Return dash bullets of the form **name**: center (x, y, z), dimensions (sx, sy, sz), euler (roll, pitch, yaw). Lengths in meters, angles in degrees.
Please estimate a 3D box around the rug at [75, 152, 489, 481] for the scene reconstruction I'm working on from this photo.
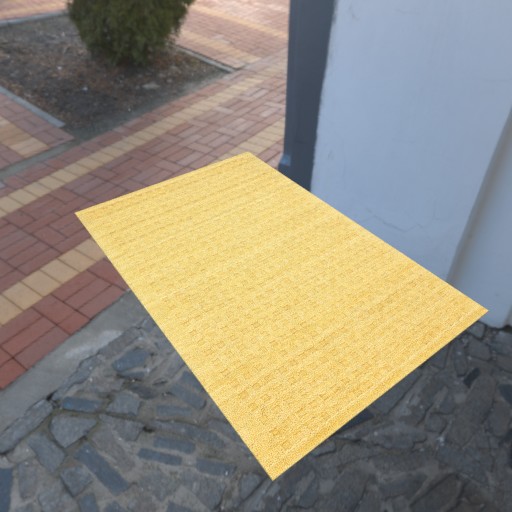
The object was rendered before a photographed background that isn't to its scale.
- **rug**: center (0.000, 0.000, 2.812), dimensions (1.524, 0.006, 2.286), euler (-26, 47, -27)
